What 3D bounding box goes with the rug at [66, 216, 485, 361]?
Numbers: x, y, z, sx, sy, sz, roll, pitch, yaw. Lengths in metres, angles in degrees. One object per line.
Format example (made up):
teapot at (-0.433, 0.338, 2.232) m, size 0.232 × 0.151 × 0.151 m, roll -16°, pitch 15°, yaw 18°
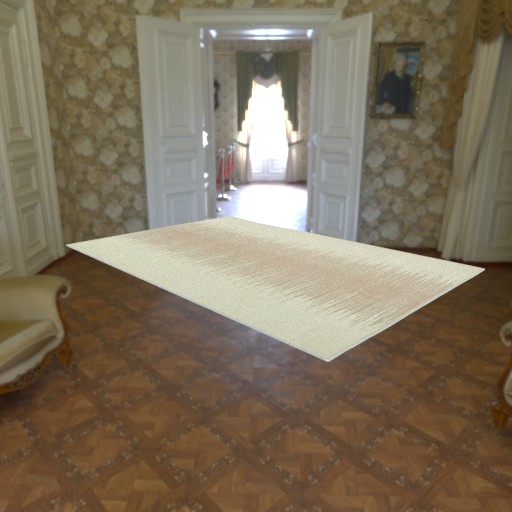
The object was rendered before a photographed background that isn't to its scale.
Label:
rug at (0.000, 0.000, 2.313) m, size 1.234 × 0.006 × 1.850 m, roll -15°, pitch 22°, yaw -42°
